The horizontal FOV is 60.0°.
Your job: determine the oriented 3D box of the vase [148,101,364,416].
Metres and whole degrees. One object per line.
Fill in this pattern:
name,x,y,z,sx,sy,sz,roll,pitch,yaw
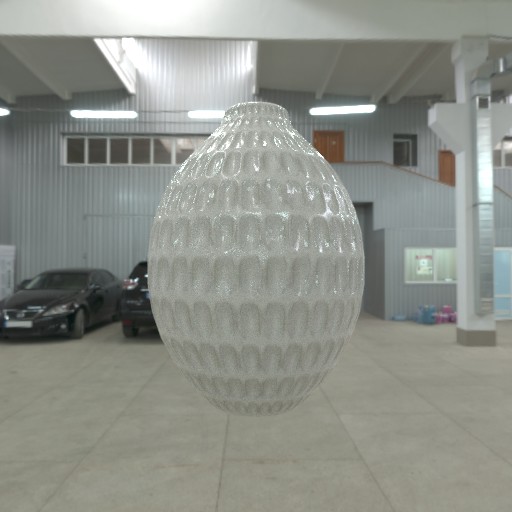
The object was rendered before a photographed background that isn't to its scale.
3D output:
vase,0.000,0.000,0.340,0.162,0.223,0.162,0,-1,0
